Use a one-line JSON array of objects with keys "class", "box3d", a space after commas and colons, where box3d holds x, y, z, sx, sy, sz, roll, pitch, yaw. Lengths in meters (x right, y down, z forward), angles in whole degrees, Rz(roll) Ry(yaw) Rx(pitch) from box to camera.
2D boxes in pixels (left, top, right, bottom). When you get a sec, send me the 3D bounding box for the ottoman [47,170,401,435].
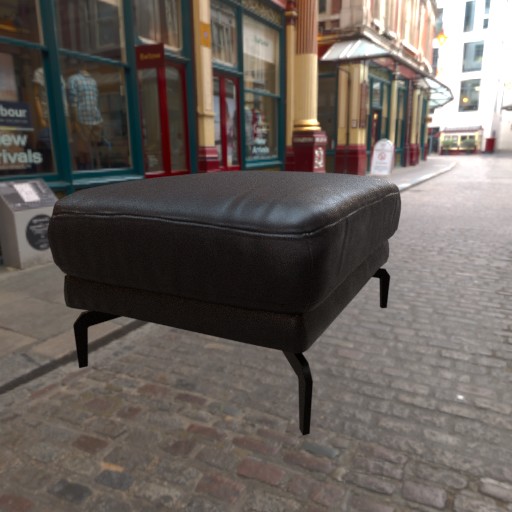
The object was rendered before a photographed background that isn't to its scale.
[{"class": "ottoman", "box3d": [0.000, 0.000, 1.084, 0.570, 0.402, 0.764, 7, 15, 26]}]
